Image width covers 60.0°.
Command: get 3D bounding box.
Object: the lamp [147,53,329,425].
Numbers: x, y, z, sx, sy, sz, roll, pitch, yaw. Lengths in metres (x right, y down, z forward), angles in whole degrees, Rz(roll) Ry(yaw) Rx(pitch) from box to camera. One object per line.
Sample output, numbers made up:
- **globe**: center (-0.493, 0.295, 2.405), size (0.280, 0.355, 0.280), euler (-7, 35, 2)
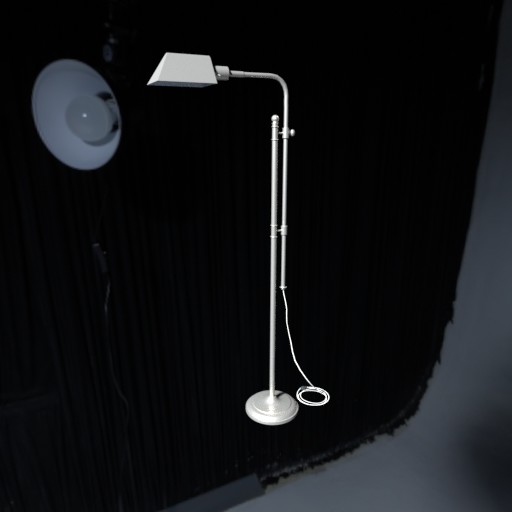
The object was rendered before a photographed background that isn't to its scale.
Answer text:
- **lamp**: center (0.000, 0.000, 1.919), size (0.813, 1.571, 0.256), euler (-7, 17, -25)
